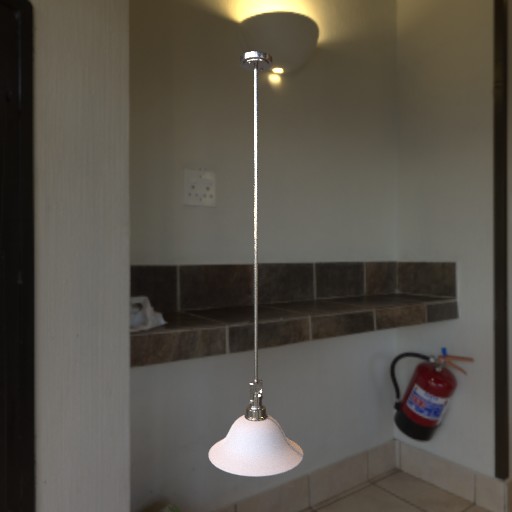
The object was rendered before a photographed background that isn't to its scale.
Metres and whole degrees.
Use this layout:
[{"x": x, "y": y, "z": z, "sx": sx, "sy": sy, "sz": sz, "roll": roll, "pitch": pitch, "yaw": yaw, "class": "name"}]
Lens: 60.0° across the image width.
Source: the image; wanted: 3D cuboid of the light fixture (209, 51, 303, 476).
[{"x": 0.000, "y": 0.000, "z": 1.522, "sx": 0.324, "sy": 1.354, "sz": 0.324, "roll": 0, "pitch": 0, "yaw": 35, "class": "light fixture"}]
